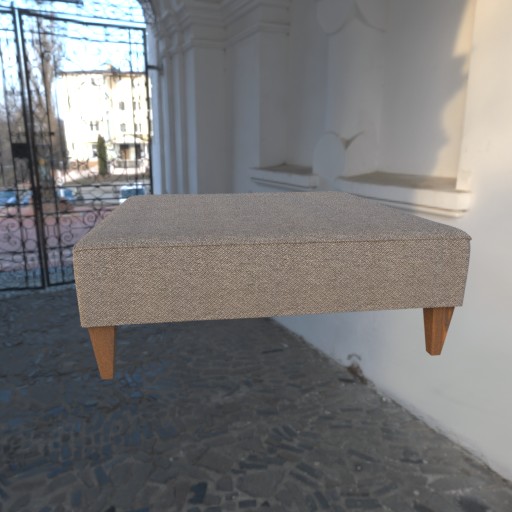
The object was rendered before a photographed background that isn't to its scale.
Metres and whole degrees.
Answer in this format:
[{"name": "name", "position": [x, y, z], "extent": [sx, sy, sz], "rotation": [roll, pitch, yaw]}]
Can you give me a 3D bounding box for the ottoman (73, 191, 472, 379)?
[{"name": "ottoman", "position": [0.000, 0.000, 1.543], "extent": [0.981, 0.378, 0.970], "rotation": [-2, 14, -8]}]
